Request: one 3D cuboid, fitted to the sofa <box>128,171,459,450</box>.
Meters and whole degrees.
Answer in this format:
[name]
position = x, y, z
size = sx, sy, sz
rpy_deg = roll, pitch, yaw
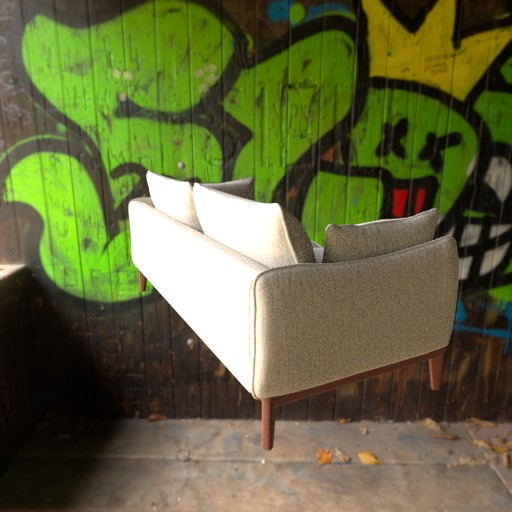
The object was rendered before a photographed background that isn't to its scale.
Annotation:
[sofa]
position = 0.000, 0.000, 2.464
size = 0.991, 0.860, 1.989
rpy_deg = -8, 17, -26
